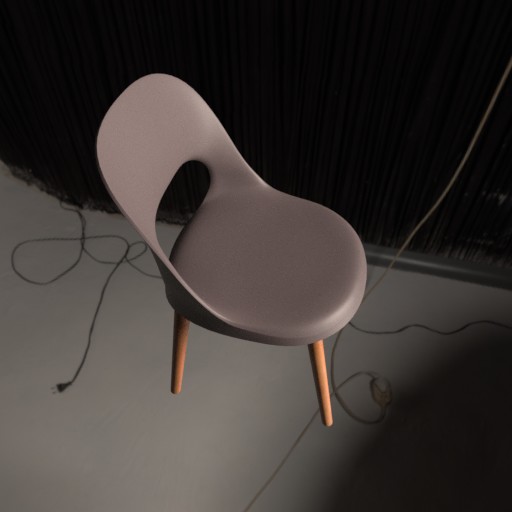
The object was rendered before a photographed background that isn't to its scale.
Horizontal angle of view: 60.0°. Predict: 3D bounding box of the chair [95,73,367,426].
[{"bbox_3d":[0.000,0.000,1.118,0.556,0.794,0.470,10,48,9],"label":"chair"}]
